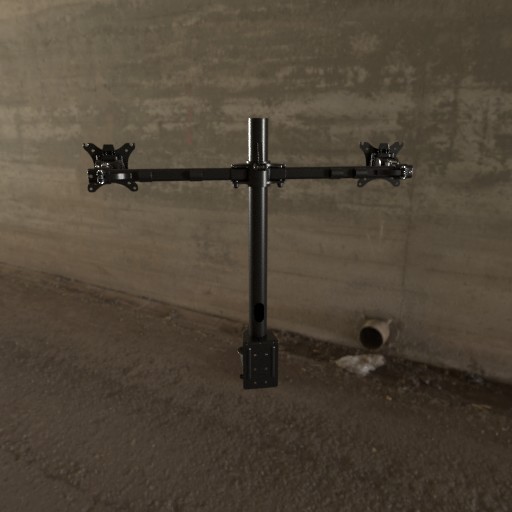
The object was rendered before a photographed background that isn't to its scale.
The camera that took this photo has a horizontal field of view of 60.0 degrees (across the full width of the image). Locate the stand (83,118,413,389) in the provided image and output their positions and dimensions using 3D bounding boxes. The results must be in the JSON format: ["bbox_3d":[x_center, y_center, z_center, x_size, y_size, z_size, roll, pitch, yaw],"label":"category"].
[{"bbox_3d":[0.000,0.000,1.018,0.743,0.603,0.150,-2,16,-8],"label":"stand"}]
